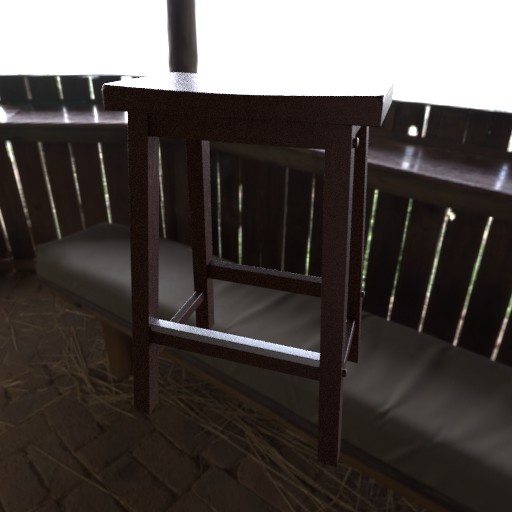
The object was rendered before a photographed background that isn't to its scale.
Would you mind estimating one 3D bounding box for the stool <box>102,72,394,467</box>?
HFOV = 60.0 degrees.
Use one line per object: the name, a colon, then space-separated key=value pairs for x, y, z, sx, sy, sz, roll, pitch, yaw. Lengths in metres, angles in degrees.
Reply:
stool: x=0.000 y=0.000 z=0.827 sx=0.406 sy=0.610 sz=0.322 roll=9 pitch=28 yaw=17
